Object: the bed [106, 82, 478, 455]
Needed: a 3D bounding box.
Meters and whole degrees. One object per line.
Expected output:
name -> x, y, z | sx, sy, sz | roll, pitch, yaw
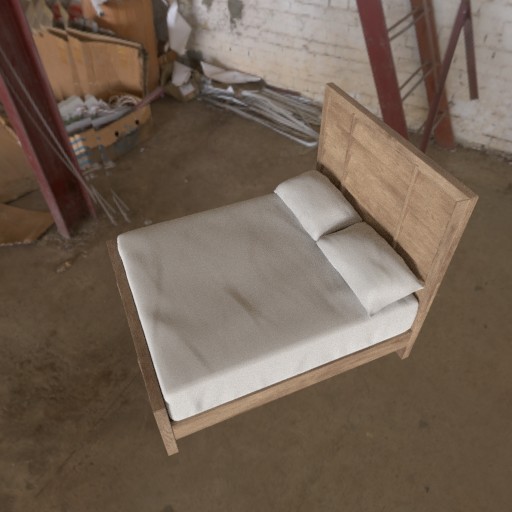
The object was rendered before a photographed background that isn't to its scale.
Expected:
bed -> 0.000, 0.000, 3.284 | 2.017, 1.631, 1.615 | -17, 47, -16
